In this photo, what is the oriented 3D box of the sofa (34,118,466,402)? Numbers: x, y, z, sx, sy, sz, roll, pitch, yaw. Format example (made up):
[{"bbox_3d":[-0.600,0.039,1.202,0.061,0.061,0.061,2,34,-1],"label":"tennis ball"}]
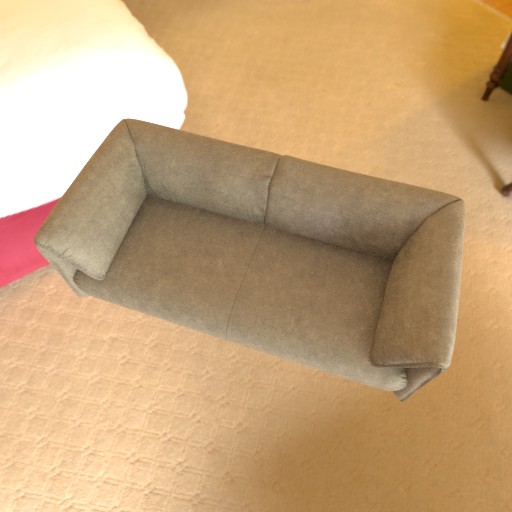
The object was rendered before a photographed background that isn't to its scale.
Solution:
[{"bbox_3d":[0.000,0.000,2.329,1.878,0.747,0.905,16,59,10],"label":"sofa"}]
